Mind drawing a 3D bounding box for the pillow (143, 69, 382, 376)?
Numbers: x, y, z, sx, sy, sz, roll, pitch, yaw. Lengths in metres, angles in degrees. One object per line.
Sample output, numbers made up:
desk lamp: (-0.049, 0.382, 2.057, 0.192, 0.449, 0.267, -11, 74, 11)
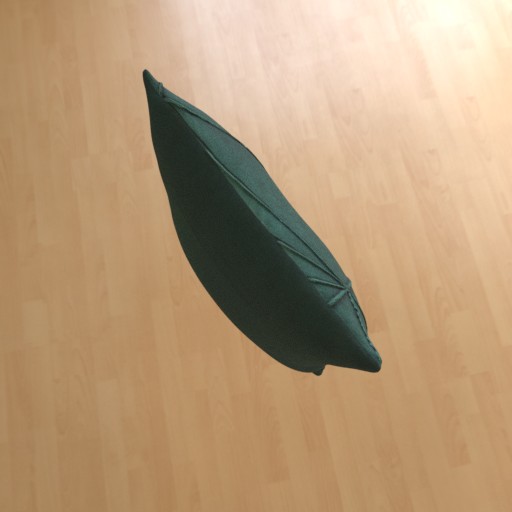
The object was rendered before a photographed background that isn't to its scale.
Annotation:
pillow: (0.000, 0.000, 0.685, 0.184, 0.440, 0.439, -36, 79, -8)
